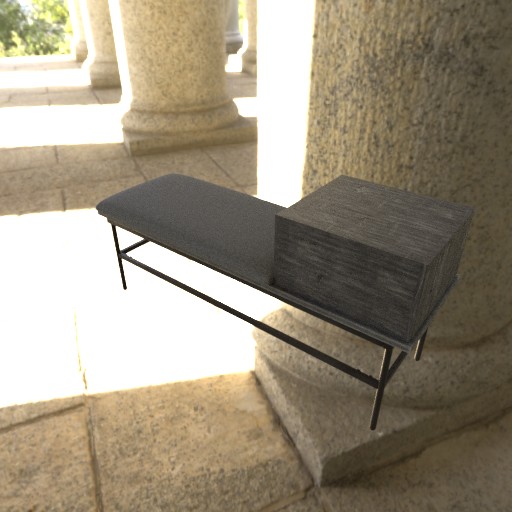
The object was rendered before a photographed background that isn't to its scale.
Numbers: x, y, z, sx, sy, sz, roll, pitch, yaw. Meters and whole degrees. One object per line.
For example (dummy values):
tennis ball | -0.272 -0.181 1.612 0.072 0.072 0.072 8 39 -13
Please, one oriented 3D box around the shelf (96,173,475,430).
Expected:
shelf | 0.000 0.000 1.676 1.342 0.633 0.457 22 38 32
